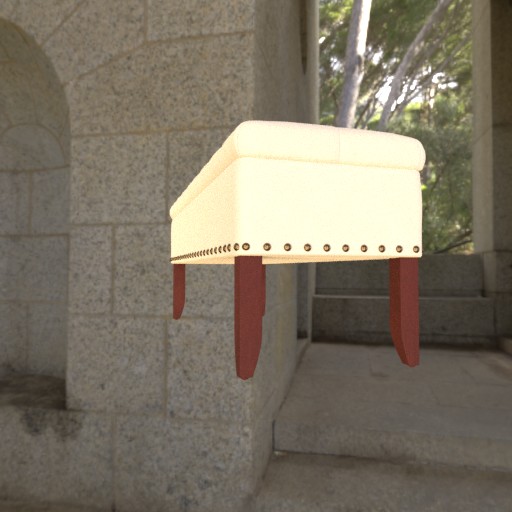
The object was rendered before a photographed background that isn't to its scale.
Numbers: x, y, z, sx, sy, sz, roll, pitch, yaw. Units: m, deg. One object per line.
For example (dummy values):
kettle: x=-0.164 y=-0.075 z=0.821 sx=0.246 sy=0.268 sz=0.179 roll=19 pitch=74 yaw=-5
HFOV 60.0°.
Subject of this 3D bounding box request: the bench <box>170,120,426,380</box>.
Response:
bench: x=0.000 y=0.000 z=1.310 sx=0.400 sy=0.470 sz=1.054 roll=1 pitch=-2 yaw=-17
